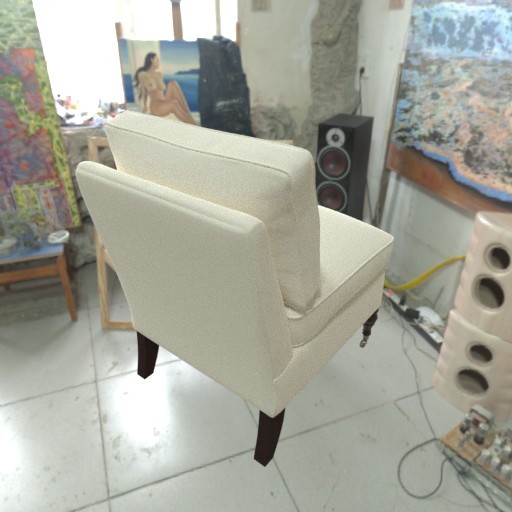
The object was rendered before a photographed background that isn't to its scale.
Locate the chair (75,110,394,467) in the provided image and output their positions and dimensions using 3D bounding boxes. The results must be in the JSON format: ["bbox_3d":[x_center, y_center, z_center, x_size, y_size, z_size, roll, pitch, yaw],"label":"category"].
[{"bbox_3d":[0.000,0.000,1.402,0.630,0.887,0.781,22,36,33],"label":"chair"}]
